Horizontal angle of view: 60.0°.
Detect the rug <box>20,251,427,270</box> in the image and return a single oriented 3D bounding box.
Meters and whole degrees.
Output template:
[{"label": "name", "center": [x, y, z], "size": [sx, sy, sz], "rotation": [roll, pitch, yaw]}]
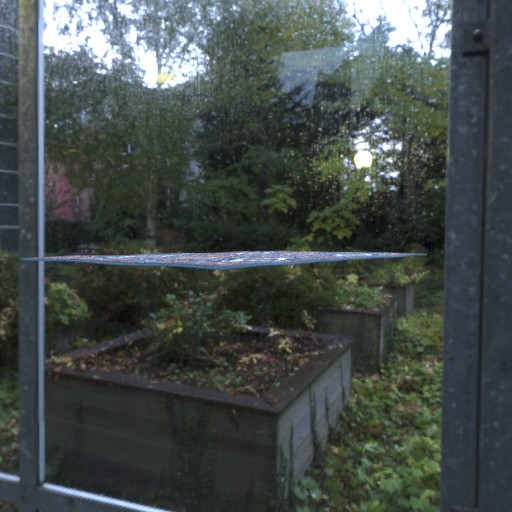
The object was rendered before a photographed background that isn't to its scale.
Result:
[{"label": "rug", "center": [0.000, 0.000, 2.292], "size": [1.195, 0.014, 1.847], "rotation": [1, 2, 37]}]
